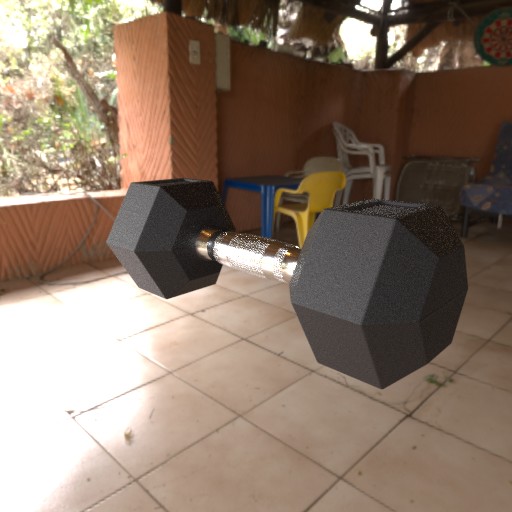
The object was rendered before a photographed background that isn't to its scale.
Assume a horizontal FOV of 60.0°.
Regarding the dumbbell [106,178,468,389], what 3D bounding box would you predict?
[{"bbox_3d":[0.000,0.000,0.349,0.297,0.101,0.116,14,21,42],"label":"dumbbell"}]
